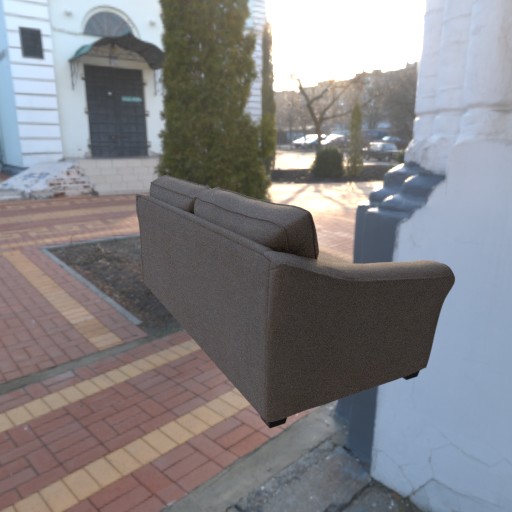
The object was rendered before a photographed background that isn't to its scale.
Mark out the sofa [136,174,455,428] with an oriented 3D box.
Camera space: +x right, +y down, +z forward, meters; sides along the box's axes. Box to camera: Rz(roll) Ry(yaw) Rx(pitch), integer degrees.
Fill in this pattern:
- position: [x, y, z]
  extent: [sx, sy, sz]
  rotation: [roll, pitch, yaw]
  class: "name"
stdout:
- position: [0.000, 0.000, 2.804]
  extent: [0.986, 0.906, 2.270]
  rotation: [-8, 17, -27]
  class: "sofa"
